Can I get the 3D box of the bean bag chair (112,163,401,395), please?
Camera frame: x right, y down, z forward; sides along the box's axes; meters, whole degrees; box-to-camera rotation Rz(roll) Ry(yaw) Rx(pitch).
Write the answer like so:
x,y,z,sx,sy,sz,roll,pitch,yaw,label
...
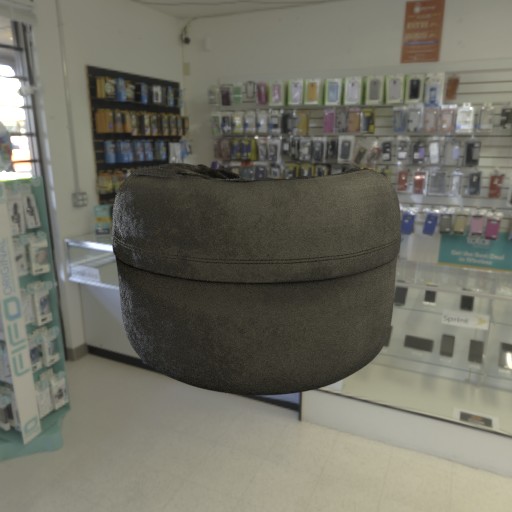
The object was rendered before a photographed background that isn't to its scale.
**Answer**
x,y,z,sx,sy,sz,roll,pitch,yaw,label
0.000,0.000,1.494,0.918,0.605,0.918,0,15,0,bean bag chair
